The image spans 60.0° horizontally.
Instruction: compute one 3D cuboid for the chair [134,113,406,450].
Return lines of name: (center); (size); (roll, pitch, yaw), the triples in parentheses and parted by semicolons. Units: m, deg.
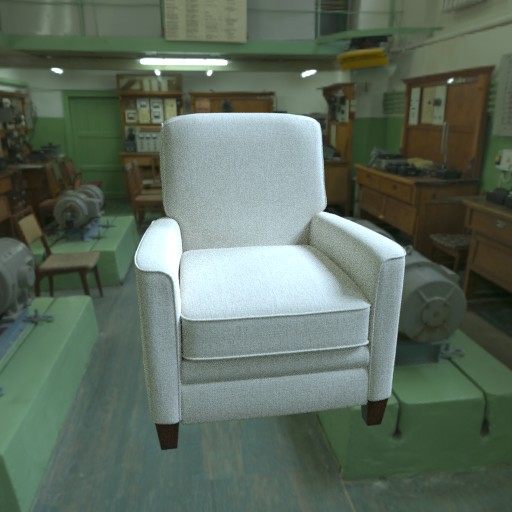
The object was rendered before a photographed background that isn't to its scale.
chair: (0.000, 0.000, 1.672); (0.841, 1.028, 0.858); (-3, 18, -9)
